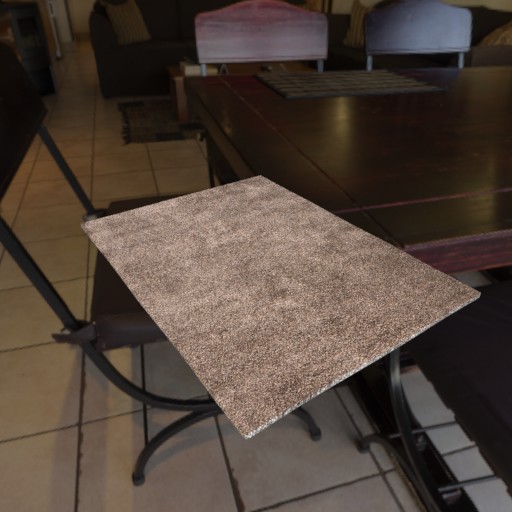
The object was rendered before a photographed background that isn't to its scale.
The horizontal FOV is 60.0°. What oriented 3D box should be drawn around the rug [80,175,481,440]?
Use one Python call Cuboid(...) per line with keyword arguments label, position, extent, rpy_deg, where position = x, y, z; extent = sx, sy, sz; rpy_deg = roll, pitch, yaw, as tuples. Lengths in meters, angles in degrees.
Cuboid(label="rug", position=(0.000, 0.000, 2.133), extent=(1.198, 0.025, 1.601), rpy_deg=(-21, 38, -29))
